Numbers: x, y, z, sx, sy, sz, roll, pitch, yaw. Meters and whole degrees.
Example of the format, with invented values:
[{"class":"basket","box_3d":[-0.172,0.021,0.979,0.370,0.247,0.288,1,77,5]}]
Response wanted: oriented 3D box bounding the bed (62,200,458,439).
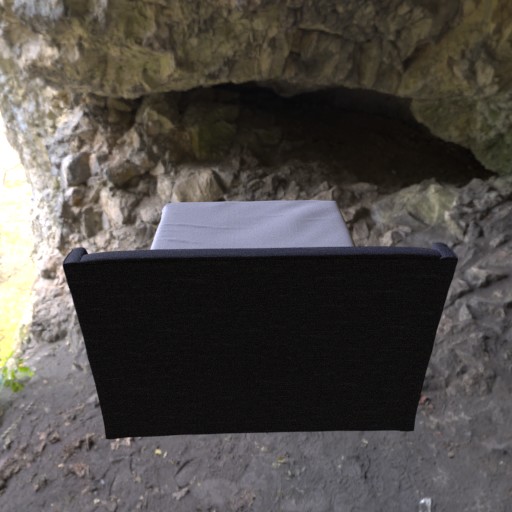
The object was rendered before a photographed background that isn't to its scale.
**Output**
[{"class":"bed","box_3d":[0.000,0.000,3.399,1.925,1.332,2.276,-1,31,-1]}]
